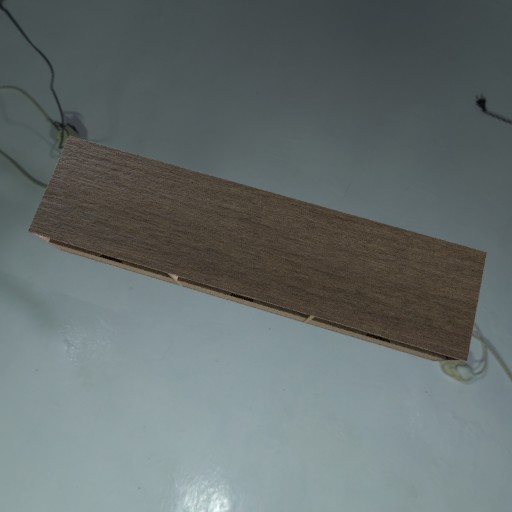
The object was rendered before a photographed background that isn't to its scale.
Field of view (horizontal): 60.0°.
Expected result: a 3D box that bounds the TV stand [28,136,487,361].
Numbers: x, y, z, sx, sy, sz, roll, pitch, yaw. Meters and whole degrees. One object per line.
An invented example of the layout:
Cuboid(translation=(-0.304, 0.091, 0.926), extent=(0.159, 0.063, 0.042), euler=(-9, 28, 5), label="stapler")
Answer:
Cuboid(translation=(0.000, 0.000, 1.670), extent=(1.482, 0.409, 0.366), euler=(16, 77, 4), label="TV stand")
